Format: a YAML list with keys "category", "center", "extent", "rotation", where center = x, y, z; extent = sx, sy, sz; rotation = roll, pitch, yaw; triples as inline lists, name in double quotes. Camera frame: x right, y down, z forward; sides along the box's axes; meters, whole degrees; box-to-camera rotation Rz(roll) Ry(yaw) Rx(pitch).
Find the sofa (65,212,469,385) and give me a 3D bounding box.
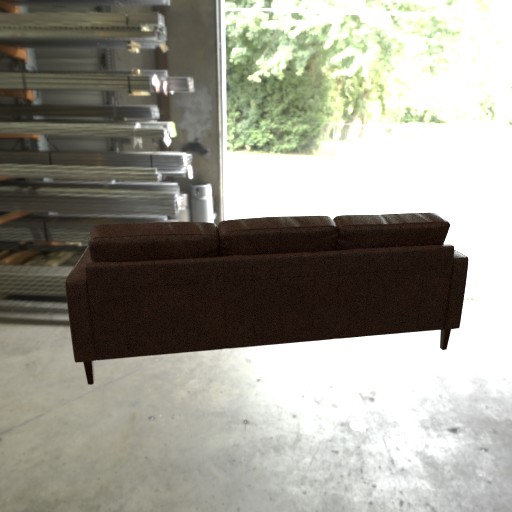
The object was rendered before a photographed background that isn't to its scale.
- category: "sofa"
  center: [0.000, 0.000, 3.094]
  extent: [2.185, 0.841, 1.613]
  rotation: [-3, 18, -10]
